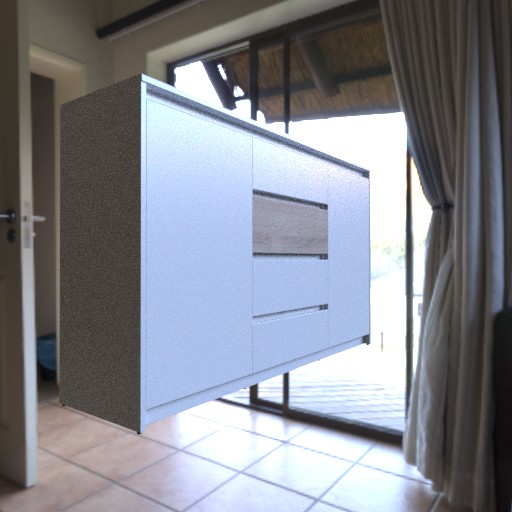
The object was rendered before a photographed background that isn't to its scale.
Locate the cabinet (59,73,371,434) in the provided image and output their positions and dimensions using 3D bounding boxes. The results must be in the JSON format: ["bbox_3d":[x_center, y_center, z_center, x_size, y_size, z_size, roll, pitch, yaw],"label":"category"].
[{"bbox_3d":[0.000,0.000,1.792,0.380,0.900,1.450,0,0,37],"label":"cabinet"}]
